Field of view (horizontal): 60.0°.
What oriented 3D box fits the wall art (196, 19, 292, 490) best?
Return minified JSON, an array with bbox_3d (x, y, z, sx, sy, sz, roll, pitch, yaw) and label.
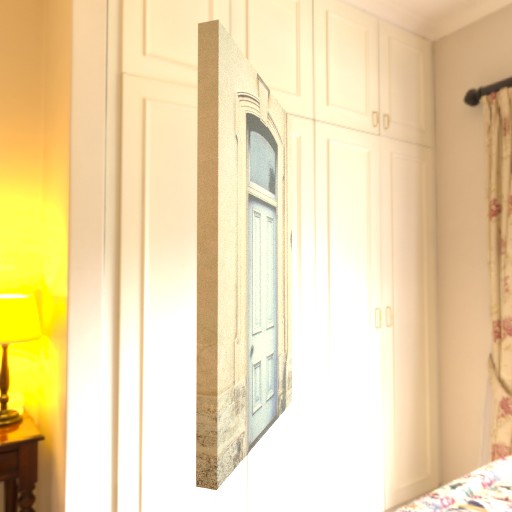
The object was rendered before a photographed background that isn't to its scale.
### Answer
[{"bbox_3d":[0.000,0.000,0.964,0.038,0.764,0.508,-1,-2,18],"label":"wall art"}]
